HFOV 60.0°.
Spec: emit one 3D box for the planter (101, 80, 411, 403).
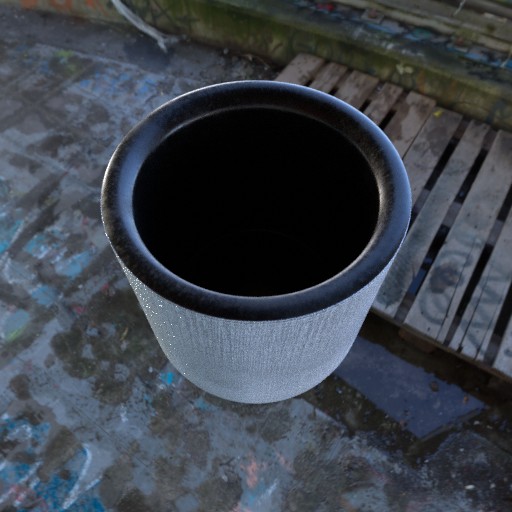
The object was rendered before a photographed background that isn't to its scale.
[{"bbox_3d":[0.000,0.000,0.292,0.160,0.156,0.160,0,59,0],"label":"planter"}]
